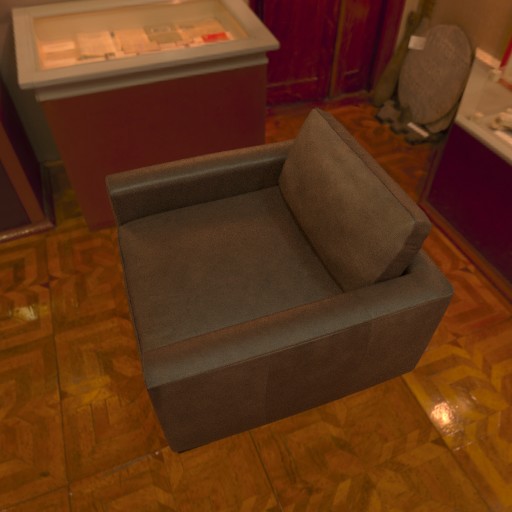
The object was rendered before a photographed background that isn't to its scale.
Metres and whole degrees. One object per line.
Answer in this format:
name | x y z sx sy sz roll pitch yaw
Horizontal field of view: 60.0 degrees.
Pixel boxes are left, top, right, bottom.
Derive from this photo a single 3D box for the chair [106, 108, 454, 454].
chair | 0.000 0.000 1.814 1.069 0.812 1.100 -14 49 -13
